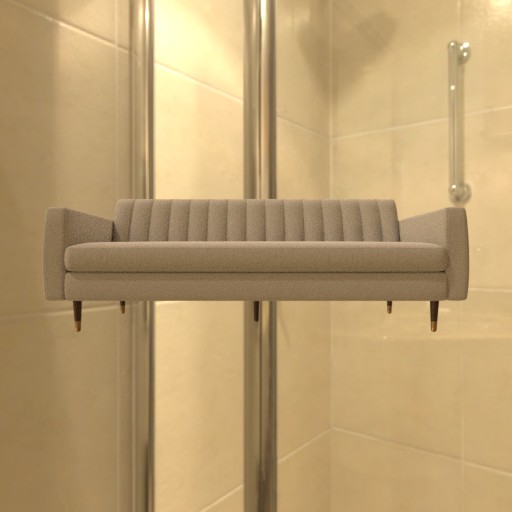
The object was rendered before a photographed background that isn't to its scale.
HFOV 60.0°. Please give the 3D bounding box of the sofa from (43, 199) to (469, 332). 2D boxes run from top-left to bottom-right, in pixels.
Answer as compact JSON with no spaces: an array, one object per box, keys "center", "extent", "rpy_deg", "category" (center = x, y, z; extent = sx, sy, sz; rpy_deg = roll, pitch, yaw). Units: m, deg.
[{"center":[0.000,0.000,2.780],"extent":[2.291,0.821,0.990],"rpy_deg":[0,0,0],"category":"sofa"}]
